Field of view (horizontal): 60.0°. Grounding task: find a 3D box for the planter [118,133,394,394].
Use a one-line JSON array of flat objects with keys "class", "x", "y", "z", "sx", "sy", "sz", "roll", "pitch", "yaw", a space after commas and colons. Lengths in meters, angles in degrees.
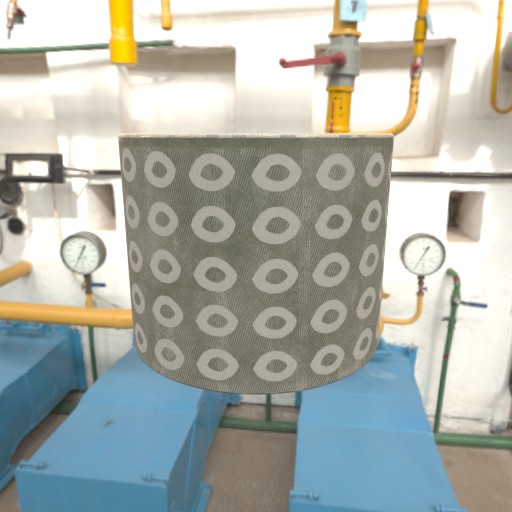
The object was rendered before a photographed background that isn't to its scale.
[{"class": "planter", "x": 0.000, "y": 0.000, "z": 0.342, "sx": 0.190, "sy": 0.181, "sz": 0.190, "roll": 0, "pitch": 15, "yaw": 0}]
